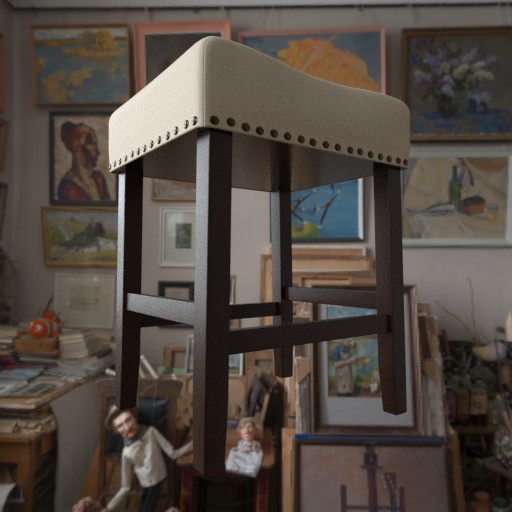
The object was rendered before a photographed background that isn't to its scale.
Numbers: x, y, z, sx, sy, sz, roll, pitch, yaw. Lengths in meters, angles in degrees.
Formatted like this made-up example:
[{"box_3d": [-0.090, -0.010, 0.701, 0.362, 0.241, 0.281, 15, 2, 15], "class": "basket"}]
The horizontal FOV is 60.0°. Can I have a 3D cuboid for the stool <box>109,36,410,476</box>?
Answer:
[{"box_3d": [0.000, 0.000, 0.884, 0.471, 0.609, 0.401, 1, -1, -36], "class": "stool"}]
